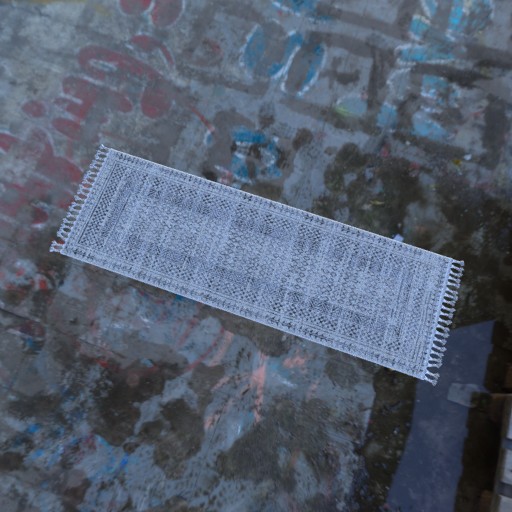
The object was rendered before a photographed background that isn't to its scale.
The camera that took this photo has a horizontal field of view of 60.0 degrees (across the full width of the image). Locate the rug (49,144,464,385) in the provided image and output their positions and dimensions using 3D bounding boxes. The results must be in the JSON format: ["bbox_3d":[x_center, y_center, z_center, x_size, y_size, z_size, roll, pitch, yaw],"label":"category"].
[{"bbox_3d":[0.000,0.000,2.744,2.480,0.013,0.786,19,76,5],"label":"rug"}]
